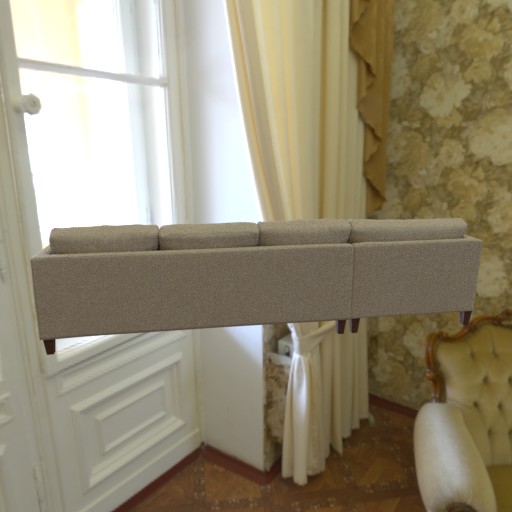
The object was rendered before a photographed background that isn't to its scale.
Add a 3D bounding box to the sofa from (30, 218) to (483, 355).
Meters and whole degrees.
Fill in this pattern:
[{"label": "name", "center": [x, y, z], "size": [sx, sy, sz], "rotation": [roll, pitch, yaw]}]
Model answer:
[{"label": "sofa", "center": [0.000, 0.000, 3.877], "size": [3.186, 0.846, 1.625], "rotation": [-2, 15, -9]}]
